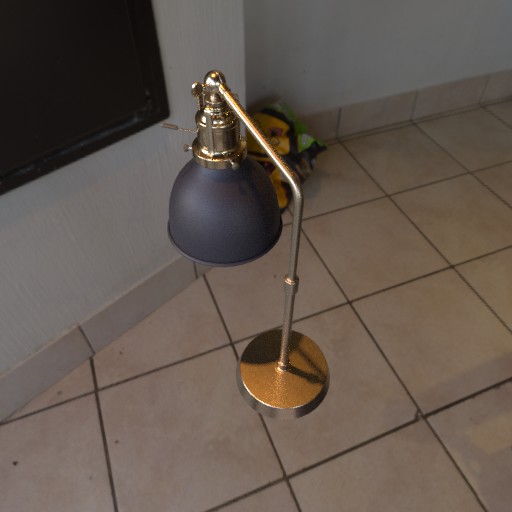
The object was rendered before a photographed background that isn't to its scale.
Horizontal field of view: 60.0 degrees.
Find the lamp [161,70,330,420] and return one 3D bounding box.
[{"bbox_3d":[0.000,0.000,0.590,0.160,0.456,0.291,-32,56,-26],"label":"lamp"}]
